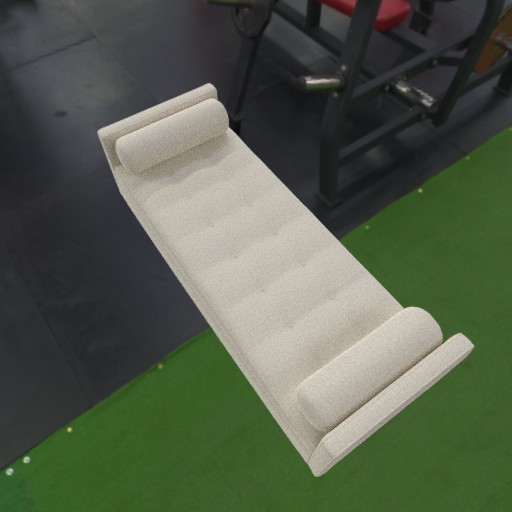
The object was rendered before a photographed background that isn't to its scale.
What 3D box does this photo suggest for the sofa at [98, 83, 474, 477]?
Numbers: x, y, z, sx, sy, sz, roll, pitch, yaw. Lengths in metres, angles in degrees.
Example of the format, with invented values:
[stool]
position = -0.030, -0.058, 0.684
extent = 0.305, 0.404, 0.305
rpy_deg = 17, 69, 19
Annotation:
[sofa]
position = 0.000, 0.000, 2.300
extent = 0.746, 0.641, 1.985
rpy_deg = -30, 62, -18
